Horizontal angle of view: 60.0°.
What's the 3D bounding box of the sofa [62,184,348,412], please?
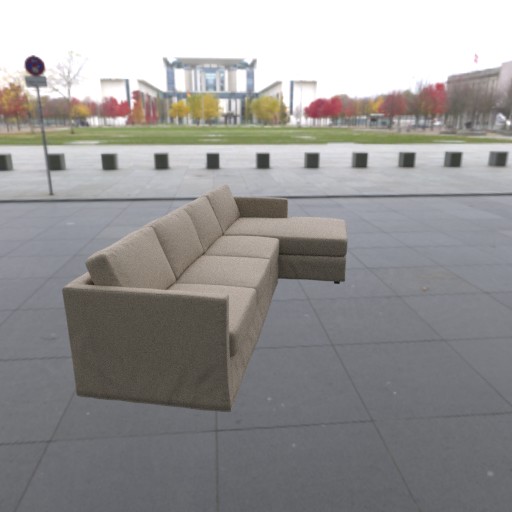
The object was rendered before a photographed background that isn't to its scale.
[{"bbox_3d":[0.000,0.000,3.846,1.622,0.867,3.177,3,17,9],"label":"sofa"}]
